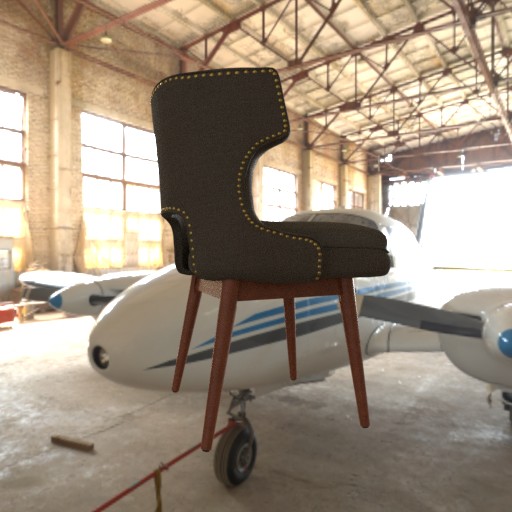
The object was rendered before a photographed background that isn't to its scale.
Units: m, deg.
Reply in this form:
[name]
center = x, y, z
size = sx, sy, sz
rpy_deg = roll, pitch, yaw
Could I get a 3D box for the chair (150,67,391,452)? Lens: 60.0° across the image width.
[chair]
center = 0.000, 0.000, 1.252
size = 0.581, 0.863, 0.595
rpy_deg = 0, 0, -19
